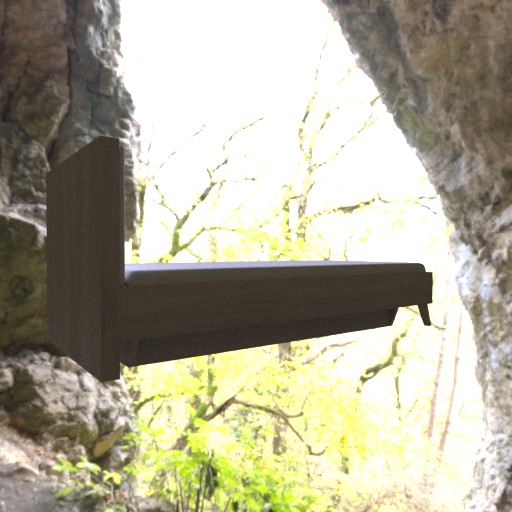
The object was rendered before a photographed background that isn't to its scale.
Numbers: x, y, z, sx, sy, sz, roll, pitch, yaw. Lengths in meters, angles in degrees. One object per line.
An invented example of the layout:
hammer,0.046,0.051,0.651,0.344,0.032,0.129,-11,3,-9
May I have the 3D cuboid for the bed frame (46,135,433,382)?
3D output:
bed frame,0.000,0.000,2.675,2.140,0.920,0.990,-1,1,-36
